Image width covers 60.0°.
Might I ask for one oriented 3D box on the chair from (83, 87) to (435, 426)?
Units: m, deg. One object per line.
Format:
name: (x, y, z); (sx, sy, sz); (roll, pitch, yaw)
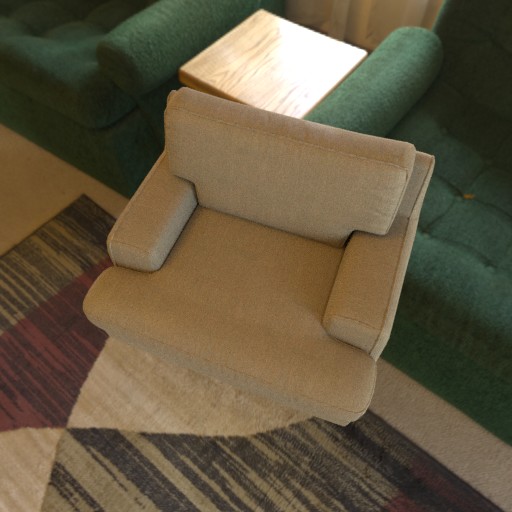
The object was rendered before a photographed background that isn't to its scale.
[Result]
chair: (0.000, 0.000, 1.972); (1.270, 0.974, 1.043); (18, 59, 11)
